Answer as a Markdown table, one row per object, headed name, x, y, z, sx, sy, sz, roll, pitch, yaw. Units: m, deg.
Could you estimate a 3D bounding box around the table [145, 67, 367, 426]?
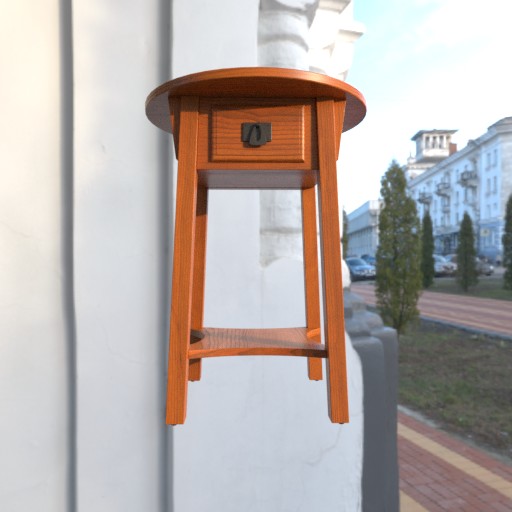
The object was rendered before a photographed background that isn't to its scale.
| name | x | y | z | sx | sy | sz | roll | pitch | yaw |
| --- | --- | --- | --- | --- | --- | --- | --- | --- | --- |
| table | 0.000 | 0.000 | 0.941 | 0.457 | 0.610 | 0.457 | 0 | 0 | 0 |
